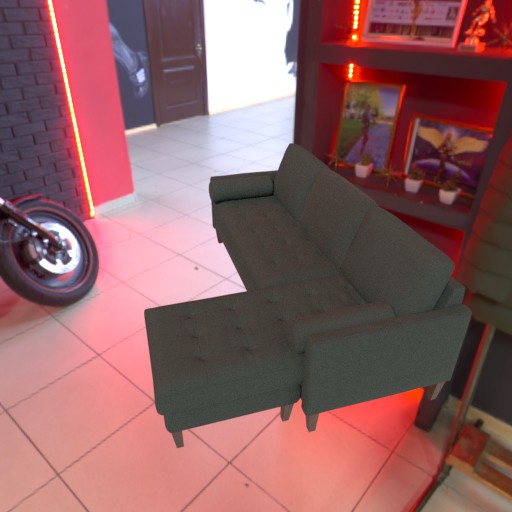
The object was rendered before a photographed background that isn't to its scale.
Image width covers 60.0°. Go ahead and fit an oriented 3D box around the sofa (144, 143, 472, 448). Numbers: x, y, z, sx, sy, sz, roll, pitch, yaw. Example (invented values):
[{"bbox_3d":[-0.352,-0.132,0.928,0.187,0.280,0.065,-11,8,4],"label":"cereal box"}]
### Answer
[{"bbox_3d":[0.000,0.000,2.889,1.506,0.876,2.178,-9,31,-14],"label":"sofa"}]
